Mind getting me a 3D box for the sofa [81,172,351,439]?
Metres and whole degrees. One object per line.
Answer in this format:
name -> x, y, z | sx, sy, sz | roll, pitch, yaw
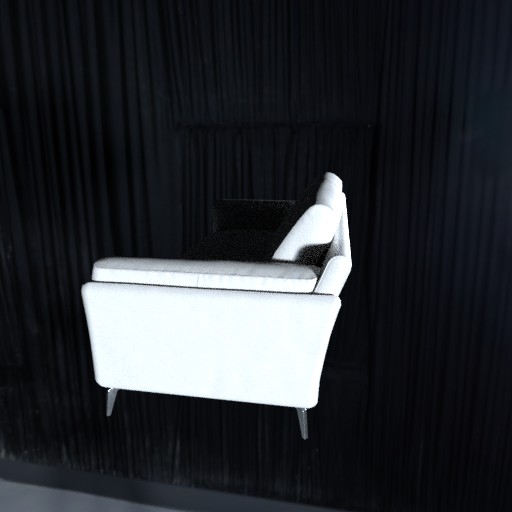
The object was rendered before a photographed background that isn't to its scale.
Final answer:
sofa -> 0.000, 0.000, 2.665 | 1.049, 0.930, 2.101 | 3, 15, 10
